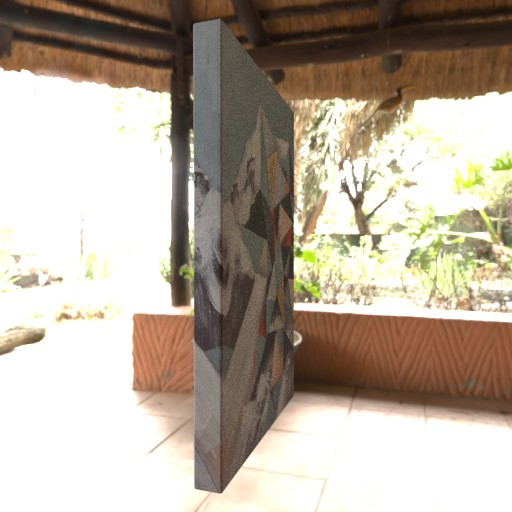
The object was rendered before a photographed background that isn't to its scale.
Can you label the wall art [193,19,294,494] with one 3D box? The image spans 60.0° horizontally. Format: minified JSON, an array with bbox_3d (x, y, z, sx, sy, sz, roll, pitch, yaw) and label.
[{"bbox_3d":[0.000,0.000,1.145,0.061,0.911,0.609,0,1,18],"label":"wall art"}]
